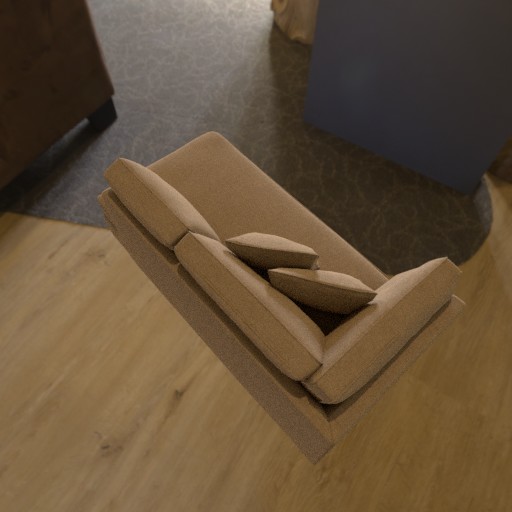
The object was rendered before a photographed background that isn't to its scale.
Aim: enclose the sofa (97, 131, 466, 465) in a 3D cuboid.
[{"bbox_3d":[0.000,0.000,2.861,1.110,1.019,2.238,-37,66,-20],"label":"sofa"}]
